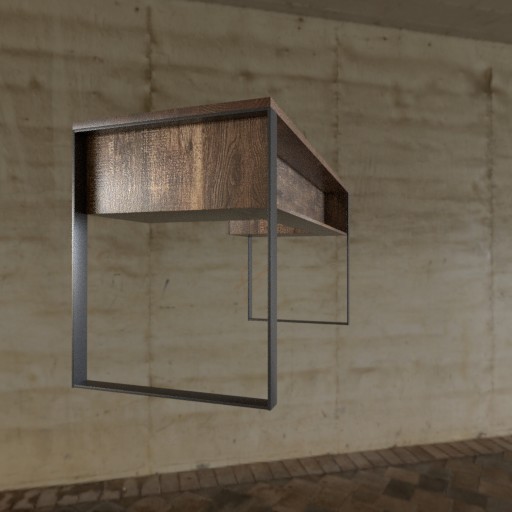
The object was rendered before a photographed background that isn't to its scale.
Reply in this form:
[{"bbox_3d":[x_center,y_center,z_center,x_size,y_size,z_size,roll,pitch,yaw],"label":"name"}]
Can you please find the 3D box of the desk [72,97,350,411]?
[{"bbox_3d":[0.000,0.000,1.894,0.599,0.762,1.524,0,0,19],"label":"desk"}]
